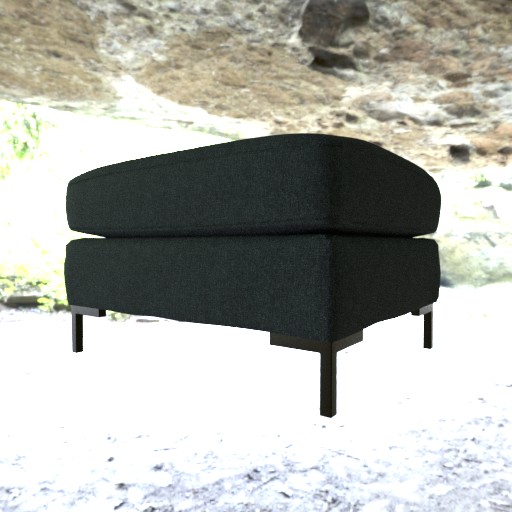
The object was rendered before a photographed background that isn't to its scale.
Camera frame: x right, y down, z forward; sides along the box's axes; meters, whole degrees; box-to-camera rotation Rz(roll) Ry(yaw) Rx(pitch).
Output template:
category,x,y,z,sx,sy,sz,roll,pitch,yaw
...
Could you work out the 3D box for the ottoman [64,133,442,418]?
category,x,y,z,sx,sy,sz,roll,pitch,yaw
ottoman,0.000,0.000,1.247,0.831,0.533,0.695,1,2,36
